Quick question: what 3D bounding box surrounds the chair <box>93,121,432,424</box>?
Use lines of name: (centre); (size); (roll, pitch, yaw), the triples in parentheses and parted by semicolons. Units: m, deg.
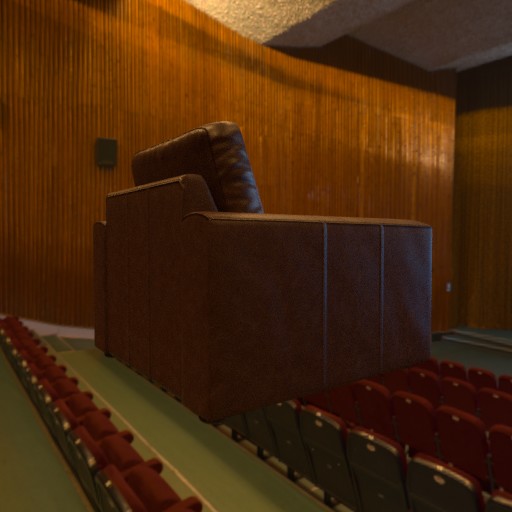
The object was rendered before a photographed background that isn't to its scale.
chair: (0.000, 0.000, 1.804); (1.016, 0.873, 1.005); (-2, 3, -36)
